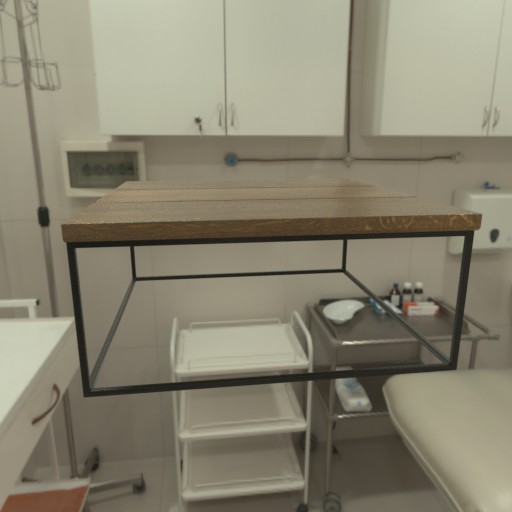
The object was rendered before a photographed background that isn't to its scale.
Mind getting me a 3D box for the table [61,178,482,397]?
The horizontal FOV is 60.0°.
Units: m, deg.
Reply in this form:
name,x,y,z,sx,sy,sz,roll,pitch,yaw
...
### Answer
name,x,y,z,sx,sy,sz,roll,pitch,yaw
table,0.000,0.000,1.414,0.900,0.400,0.900,-2,15,-8
